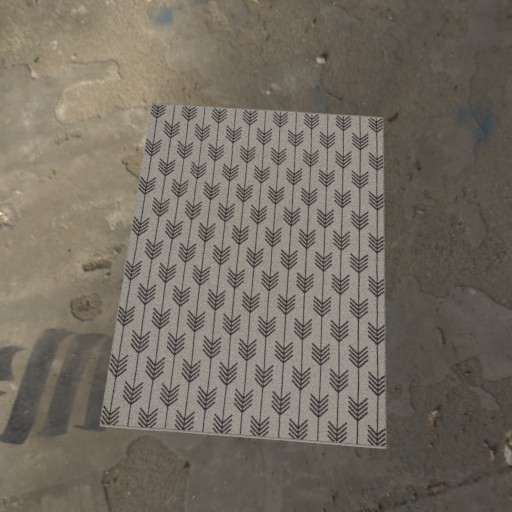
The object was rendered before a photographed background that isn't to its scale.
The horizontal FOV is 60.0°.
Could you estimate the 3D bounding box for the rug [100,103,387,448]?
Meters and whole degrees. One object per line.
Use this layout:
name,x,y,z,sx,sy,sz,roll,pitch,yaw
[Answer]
rug,0.000,0.000,4.011,2.330,0.010,3.061,4,74,1
